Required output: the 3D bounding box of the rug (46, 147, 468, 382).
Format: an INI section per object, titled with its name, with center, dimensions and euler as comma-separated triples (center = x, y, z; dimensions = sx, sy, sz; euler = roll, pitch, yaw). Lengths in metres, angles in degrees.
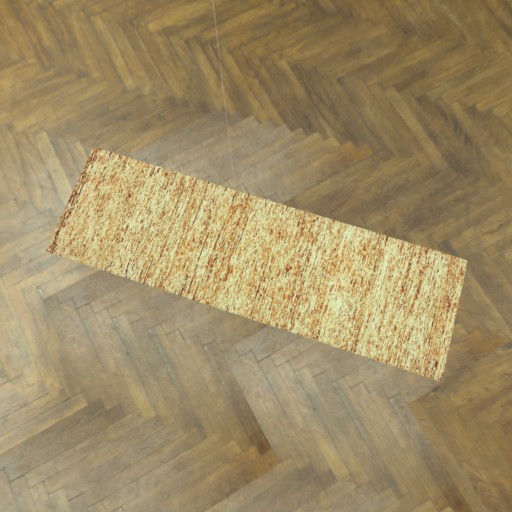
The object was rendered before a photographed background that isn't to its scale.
[rug]
center = 0.000, 0.000, 2.453
dimensions = 2.237, 0.014, 0.680
euler = 18, 76, 4
